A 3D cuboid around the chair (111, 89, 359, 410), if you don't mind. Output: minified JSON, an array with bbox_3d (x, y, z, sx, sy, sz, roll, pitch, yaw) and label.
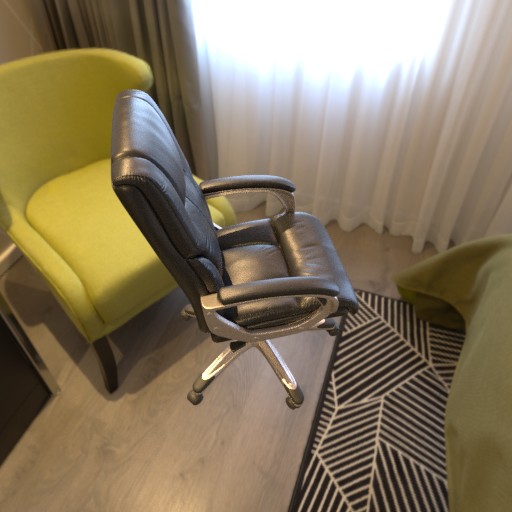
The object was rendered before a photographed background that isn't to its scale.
[{"bbox_3d":[0.000,0.000,1.611,0.780,1.145,0.700,-8,46,-8],"label":"chair"}]
